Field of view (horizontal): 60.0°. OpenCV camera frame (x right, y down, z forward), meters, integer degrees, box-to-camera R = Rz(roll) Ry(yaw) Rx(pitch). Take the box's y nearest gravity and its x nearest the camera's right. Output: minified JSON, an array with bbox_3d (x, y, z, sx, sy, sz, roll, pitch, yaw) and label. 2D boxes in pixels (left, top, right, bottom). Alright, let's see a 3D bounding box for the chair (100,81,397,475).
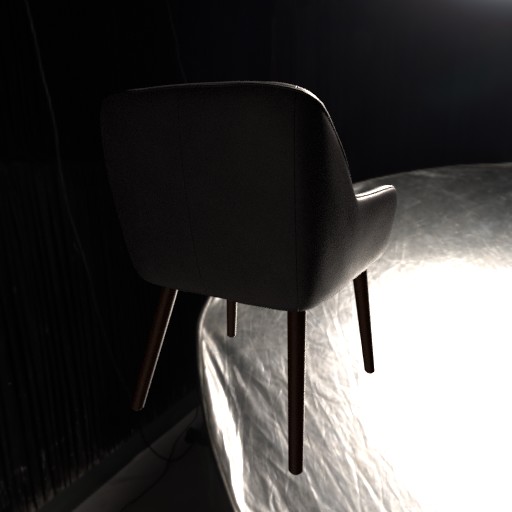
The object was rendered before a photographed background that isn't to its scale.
[{"bbox_3d":[0.000,0.000,1.205,0.610,0.828,0.610,9,18,29],"label":"chair"}]
